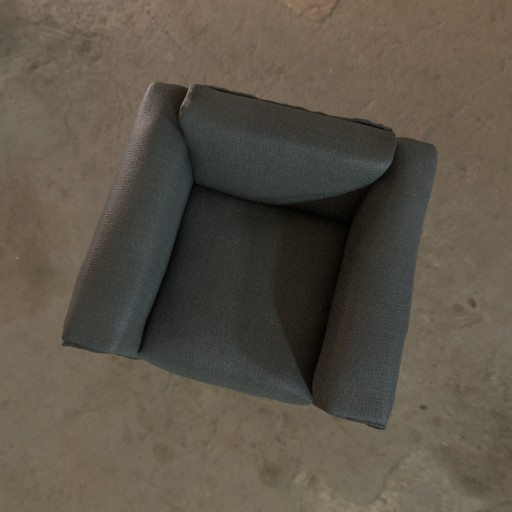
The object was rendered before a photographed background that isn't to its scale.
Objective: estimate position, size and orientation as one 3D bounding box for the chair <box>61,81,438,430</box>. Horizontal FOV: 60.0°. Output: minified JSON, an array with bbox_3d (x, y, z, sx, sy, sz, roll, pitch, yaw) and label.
[{"bbox_3d":[0.000,0.000,1.637,1.056,0.646,0.969,14,75,4],"label":"chair"}]
